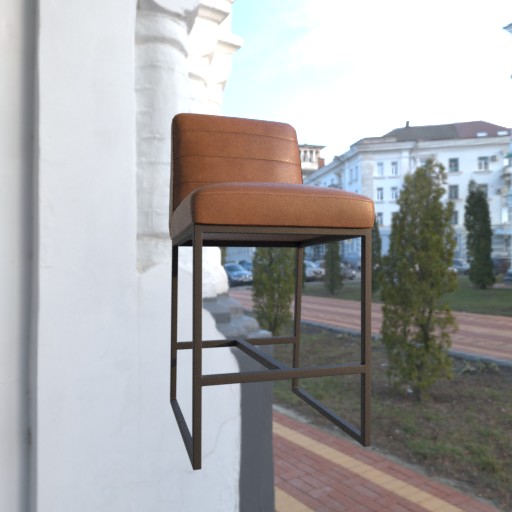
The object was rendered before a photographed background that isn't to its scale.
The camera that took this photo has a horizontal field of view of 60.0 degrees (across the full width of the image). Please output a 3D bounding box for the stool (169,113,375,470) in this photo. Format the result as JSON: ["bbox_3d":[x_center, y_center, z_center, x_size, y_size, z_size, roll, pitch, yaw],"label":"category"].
[{"bbox_3d":[0.000,0.000,1.273,0.458,0.940,0.556,0,-1,-17],"label":"stool"}]
